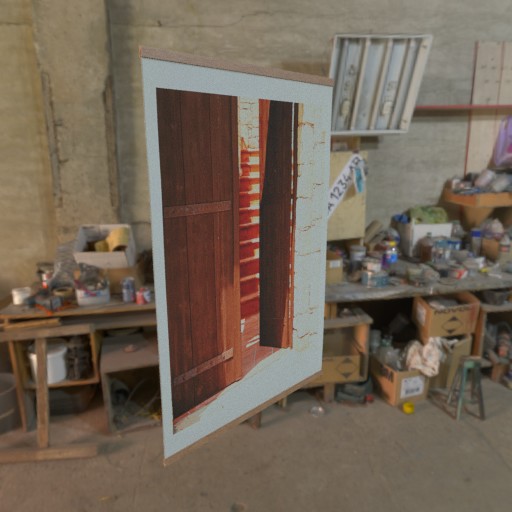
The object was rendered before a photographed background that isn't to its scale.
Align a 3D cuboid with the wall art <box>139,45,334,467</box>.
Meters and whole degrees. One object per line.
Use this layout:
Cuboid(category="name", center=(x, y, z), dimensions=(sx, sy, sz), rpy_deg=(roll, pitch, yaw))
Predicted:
Cuboid(category="wall art", center=(0.000, 0.000, 1.906), dimensions=(1.019, 1.527, 0.019), rpy_deg=(-14, 19, -43))
